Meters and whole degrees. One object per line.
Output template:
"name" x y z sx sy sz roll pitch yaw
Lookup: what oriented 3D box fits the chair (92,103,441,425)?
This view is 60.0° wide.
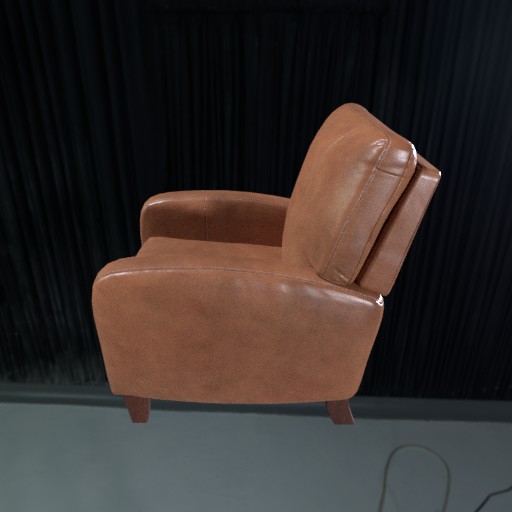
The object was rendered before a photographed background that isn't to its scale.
"chair" 0.000 0.000 1.618 0.990 0.990 0.762 0 27 1
